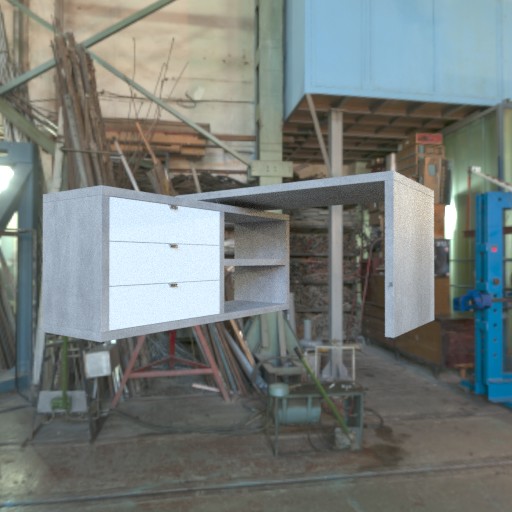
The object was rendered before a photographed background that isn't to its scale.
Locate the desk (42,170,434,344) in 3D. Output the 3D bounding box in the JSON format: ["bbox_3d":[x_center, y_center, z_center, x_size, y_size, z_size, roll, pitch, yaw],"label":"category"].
[{"bbox_3d":[0.000,0.000,2.294,1.400,0.740,1.500,0,-1,35],"label":"desk"}]
